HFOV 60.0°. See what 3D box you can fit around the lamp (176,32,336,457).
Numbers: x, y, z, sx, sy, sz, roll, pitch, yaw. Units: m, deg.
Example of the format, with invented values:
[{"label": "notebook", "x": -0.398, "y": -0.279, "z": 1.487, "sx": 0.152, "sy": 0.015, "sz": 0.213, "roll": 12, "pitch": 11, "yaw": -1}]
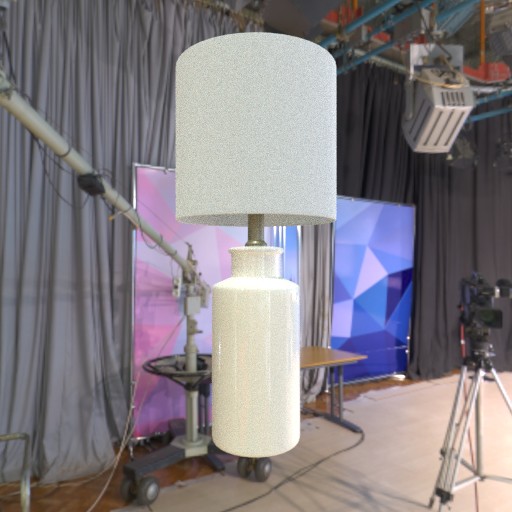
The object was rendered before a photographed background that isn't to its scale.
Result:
[{"label": "lamp", "x": 0.000, "y": 0.000, "z": 0.594, "sx": 0.212, "sy": 0.493, "sz": 0.212, "roll": 0, "pitch": 0, "yaw": 19}]
